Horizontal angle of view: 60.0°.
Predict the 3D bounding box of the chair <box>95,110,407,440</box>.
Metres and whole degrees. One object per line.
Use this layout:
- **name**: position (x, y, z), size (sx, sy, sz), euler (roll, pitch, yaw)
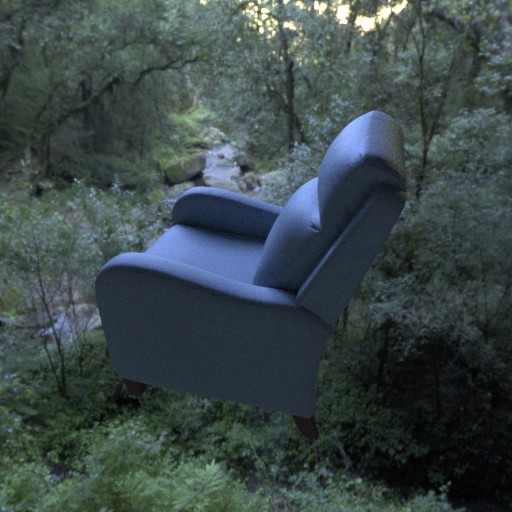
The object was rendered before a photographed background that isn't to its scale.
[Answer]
- **chair**: position (0.000, 0.000, 1.745), size (0.988, 1.067, 0.785), euler (8, 31, 13)
